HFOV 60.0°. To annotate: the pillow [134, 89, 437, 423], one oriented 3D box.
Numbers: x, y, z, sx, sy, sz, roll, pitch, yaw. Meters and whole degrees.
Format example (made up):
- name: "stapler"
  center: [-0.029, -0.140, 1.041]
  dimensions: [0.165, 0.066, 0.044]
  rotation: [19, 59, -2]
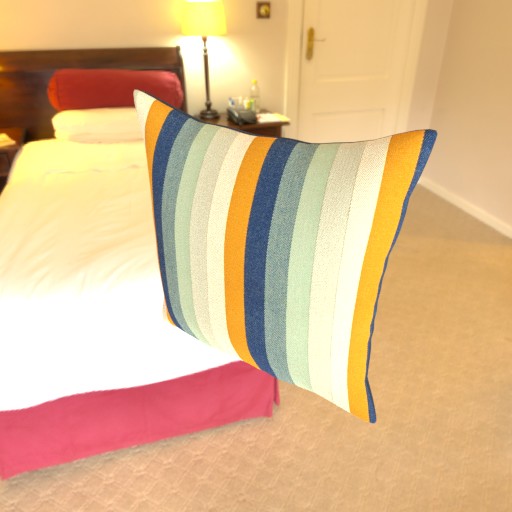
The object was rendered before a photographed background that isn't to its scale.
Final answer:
- name: "pillow"
  center: [0.000, 0.000, 0.692]
  dimensions: [0.463, 0.454, 0.173]
  rotation: [19, 35, 30]
